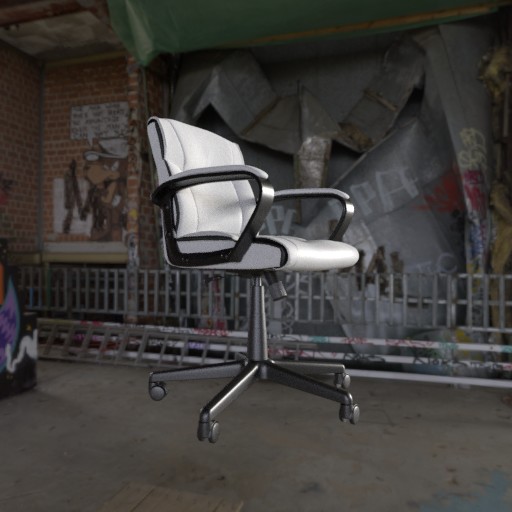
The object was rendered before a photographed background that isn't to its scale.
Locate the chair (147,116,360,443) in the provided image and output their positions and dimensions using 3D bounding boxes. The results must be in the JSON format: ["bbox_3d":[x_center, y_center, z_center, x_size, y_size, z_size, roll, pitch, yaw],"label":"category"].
[{"bbox_3d":[0.000,0.000,1.516,0.717,1.004,0.739,0,0,37],"label":"chair"}]
